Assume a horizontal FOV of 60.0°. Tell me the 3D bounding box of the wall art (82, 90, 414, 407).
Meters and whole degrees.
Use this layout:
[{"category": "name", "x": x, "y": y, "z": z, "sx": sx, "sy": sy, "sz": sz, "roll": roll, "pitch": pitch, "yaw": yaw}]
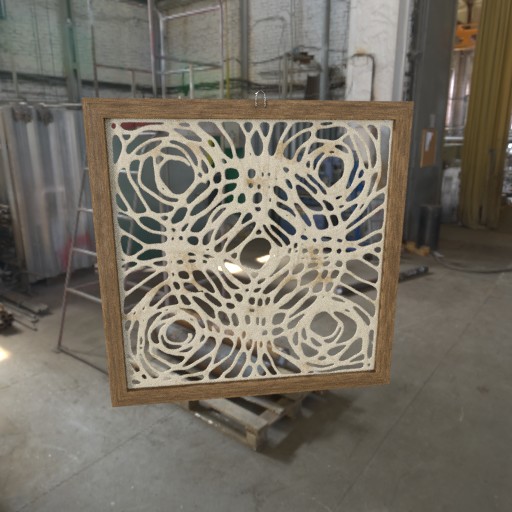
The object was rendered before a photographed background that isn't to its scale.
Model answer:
[{"category": "wall art", "x": 0.000, "y": 0.000, "z": 0.820, "sx": 0.561, "sy": 0.576, "sz": 0.021, "roll": -2, "pitch": 15, "yaw": -8}]
